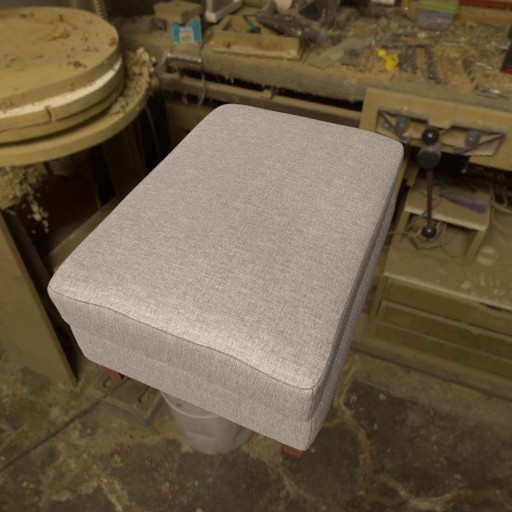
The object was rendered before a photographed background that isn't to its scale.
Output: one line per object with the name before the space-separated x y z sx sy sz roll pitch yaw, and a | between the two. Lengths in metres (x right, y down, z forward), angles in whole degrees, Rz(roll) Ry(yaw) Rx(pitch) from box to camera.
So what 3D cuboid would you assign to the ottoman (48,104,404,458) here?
ottoman | 0.000 0.000 1.248 0.639 0.494 0.873 17 49 16
